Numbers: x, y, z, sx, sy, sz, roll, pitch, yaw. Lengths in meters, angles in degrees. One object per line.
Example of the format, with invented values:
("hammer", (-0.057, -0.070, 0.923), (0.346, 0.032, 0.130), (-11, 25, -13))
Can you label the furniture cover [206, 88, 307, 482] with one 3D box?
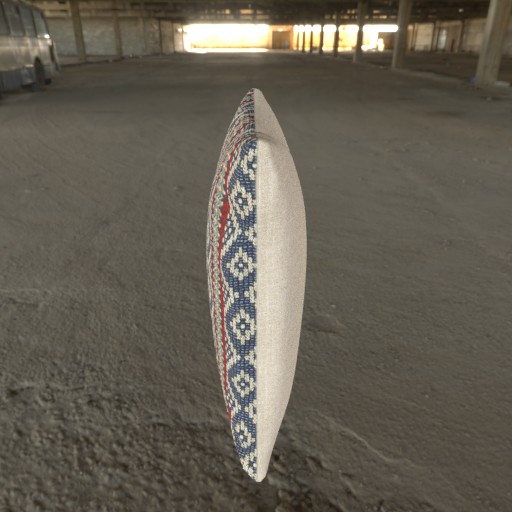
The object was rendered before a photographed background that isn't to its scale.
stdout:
("furniture cover", (0.000, 0.000, 0.661), (0.139, 0.431, 0.431), (0, 26, -1))
